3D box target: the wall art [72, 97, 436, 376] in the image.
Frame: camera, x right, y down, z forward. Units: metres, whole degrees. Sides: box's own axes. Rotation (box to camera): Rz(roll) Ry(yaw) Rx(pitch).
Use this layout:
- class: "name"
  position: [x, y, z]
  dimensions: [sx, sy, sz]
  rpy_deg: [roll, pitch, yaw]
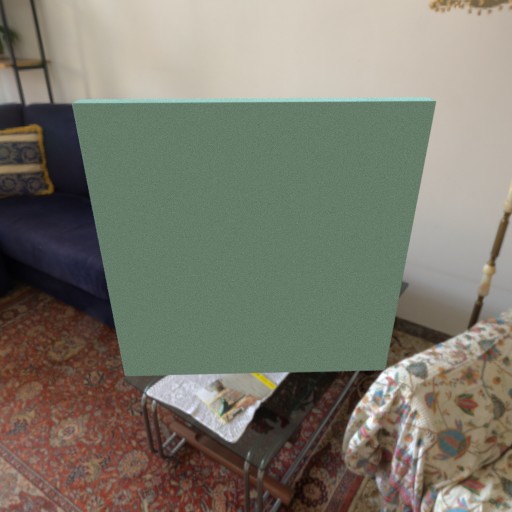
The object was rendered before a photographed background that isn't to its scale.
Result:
- class: "wall art"
  position: [0.000, 0.000, 0.895]
  dimensions: [0.603, 0.603, 0.036]
  rpy_deg: [-1, 29, -2]
